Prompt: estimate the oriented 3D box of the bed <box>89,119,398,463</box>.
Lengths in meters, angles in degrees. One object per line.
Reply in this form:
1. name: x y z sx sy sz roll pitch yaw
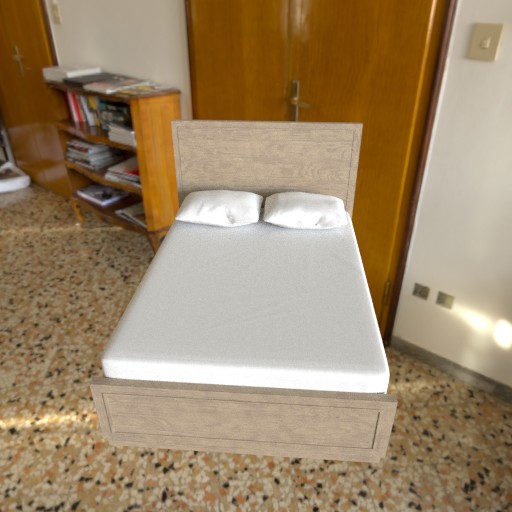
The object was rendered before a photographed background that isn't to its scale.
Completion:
1. bed: 0.000 0.000 3.141 1.606 1.369 2.189 2 30 4
